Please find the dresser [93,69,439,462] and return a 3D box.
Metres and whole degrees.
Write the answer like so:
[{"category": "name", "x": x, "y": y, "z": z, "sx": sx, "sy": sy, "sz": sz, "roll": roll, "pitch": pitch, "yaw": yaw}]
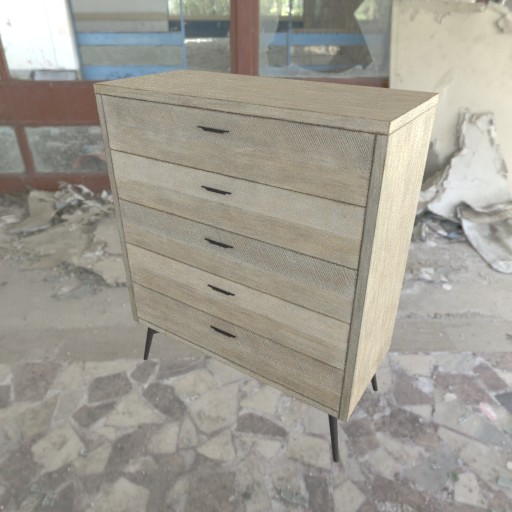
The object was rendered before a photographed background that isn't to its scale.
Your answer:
[{"category": "dresser", "x": 0.000, "y": 0.000, "z": 1.701, "sx": 1.016, "sy": 1.219, "sz": 0.457, "roll": 18, "pitch": 34, "yaw": 29}]
